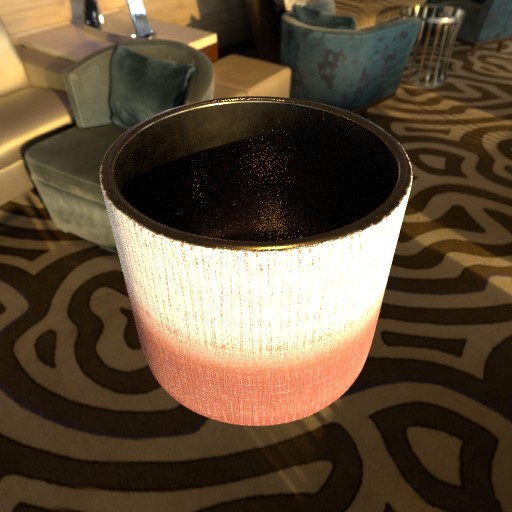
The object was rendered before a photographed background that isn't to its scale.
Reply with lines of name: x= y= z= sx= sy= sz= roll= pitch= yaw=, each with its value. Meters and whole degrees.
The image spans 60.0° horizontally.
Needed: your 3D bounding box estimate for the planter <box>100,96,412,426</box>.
planter: x=0.000 y=0.000 z=0.306 sx=0.178 sy=0.157 sz=0.178 roll=0 pitch=41 yaw=0
